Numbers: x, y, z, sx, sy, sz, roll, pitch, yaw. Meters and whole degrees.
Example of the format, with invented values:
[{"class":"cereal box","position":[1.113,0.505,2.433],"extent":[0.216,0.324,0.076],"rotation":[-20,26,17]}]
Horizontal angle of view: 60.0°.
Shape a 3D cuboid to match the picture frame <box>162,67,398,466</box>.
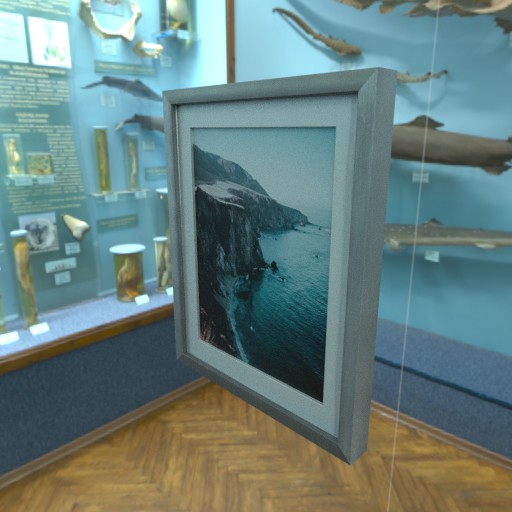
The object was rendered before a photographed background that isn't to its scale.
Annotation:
[{"class":"picture frame","position":[0.000,0.000,0.759],"extent":[0.046,0.555,0.449],"rotation":[-15,22,-43]}]
